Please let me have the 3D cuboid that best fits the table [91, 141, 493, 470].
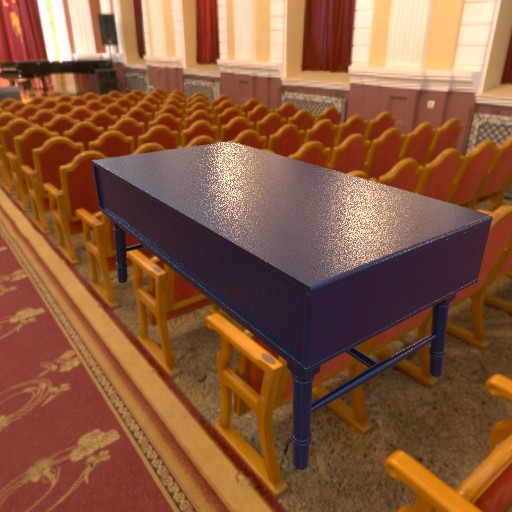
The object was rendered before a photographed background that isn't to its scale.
[{"bbox_3d":[0.000,0.000,1.330,0.572,0.457,1.067,-17,30,-32],"label":"table"}]
